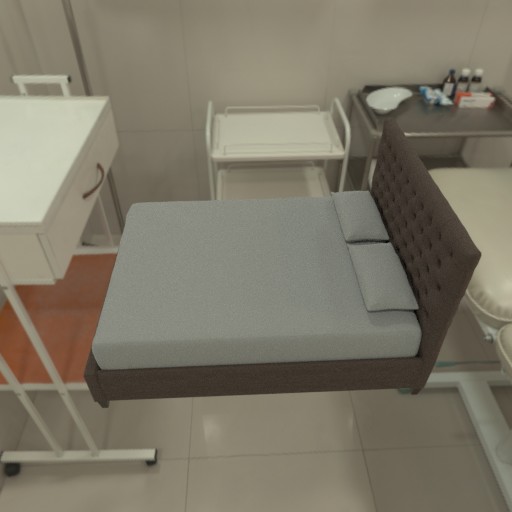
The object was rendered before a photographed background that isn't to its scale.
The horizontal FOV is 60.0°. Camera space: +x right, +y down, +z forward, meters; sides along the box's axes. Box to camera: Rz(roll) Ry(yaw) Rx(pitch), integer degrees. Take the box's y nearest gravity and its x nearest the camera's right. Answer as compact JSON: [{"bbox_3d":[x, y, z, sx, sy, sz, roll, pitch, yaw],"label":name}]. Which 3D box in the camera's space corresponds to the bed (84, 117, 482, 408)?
[{"bbox_3d":[0.000,0.000,3.403,2.387,1.427,1.698,-2,42,-2],"label":"bed"}]
